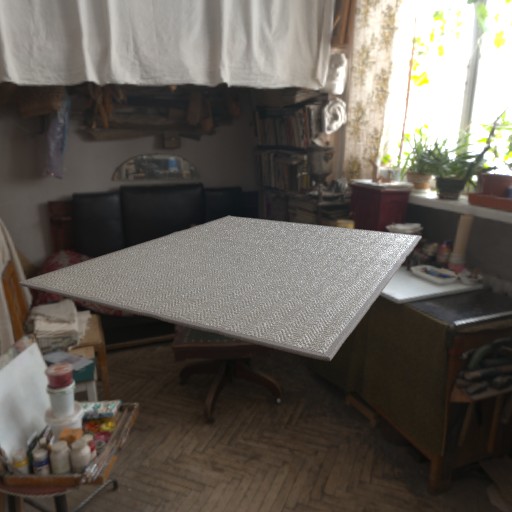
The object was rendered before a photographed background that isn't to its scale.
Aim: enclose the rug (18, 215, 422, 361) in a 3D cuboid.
[{"bbox_3d":[0.000,0.000,4.023,2.434,0.032,3.007,8,18,27],"label":"rug"}]
